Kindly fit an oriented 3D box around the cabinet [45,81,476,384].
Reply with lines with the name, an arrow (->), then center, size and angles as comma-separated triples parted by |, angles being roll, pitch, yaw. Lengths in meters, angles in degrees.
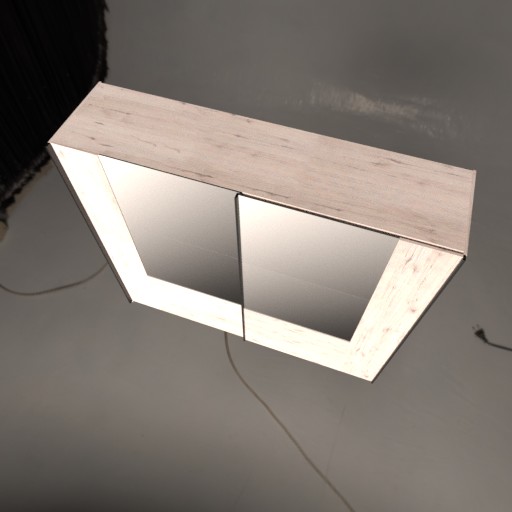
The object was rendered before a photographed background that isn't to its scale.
cabinet -> 0.000, 0.000, 3.566 | 2.500, 2.180, 0.660 | 16, 59, 10
